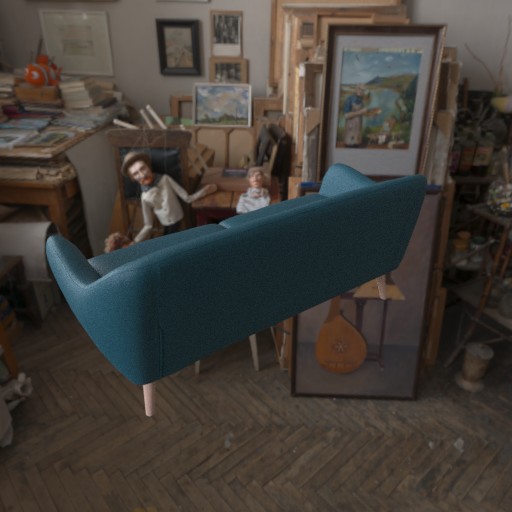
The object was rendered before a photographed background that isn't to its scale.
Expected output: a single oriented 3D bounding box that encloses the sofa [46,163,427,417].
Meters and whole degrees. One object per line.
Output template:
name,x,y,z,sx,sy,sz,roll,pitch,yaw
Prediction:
sofa,0.000,0.000,2.283,1.840,0.836,0.820,-19,36,-30
